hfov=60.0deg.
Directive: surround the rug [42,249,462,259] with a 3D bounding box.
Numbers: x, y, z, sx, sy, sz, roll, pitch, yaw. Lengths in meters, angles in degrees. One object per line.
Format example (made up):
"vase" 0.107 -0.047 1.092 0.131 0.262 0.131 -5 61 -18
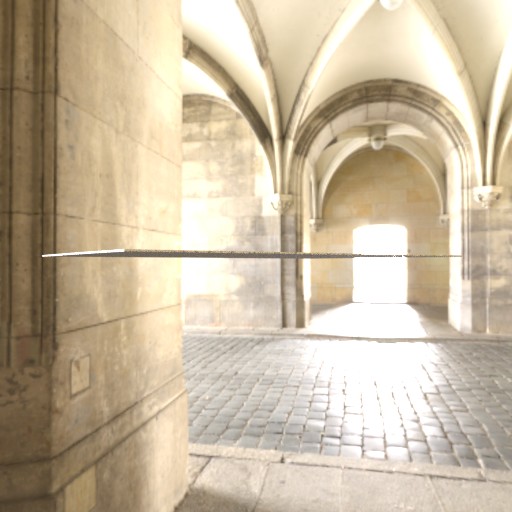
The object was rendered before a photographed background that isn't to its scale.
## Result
"rug" 0.000 0.000 2.308 1.827 0.007 1.211 1 -1 -36
